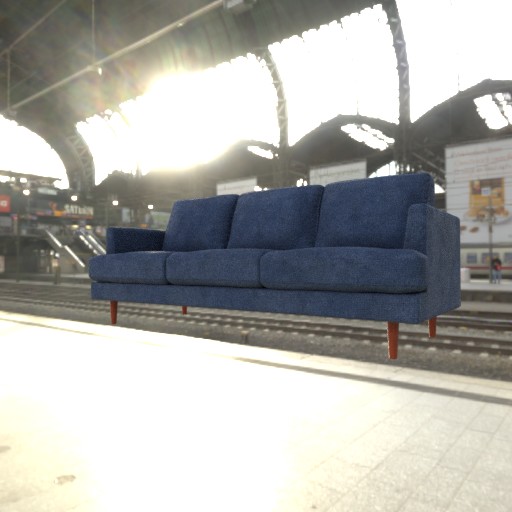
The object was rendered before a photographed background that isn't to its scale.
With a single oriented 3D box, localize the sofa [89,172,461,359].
[{"bbox_3d":[0.000,0.000,2.777,2.246,0.930,0.903,-1,-1,35],"label":"sofa"}]
